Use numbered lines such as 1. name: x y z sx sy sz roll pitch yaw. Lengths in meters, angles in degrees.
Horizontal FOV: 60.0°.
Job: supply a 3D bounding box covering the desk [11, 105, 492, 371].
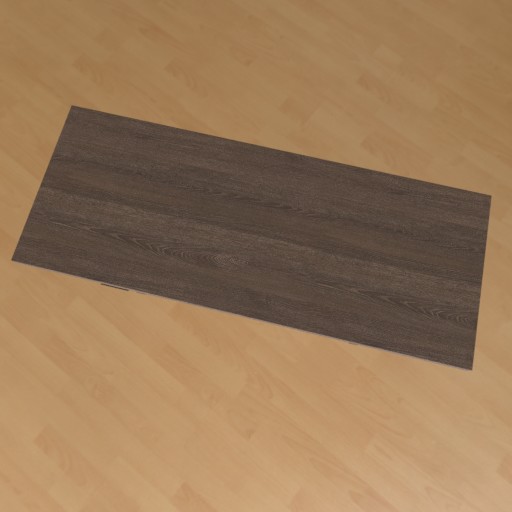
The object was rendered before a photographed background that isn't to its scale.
1. desk: 0.000 0.000 1.863 1.524 0.760 0.600 13 76 3
